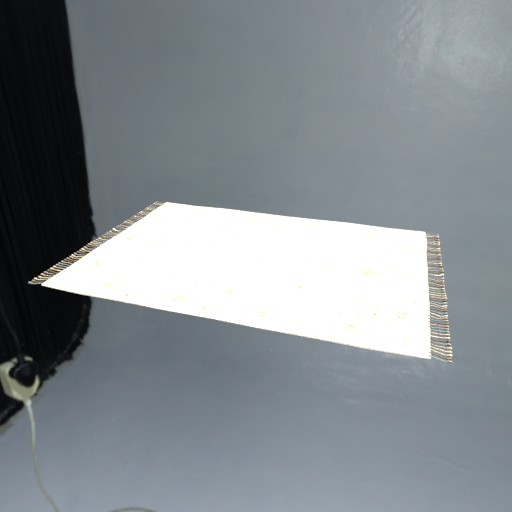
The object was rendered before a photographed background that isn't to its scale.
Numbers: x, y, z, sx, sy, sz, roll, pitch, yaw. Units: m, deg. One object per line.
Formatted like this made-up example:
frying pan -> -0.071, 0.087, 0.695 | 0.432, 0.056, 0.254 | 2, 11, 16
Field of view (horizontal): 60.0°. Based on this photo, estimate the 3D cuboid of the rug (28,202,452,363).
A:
rug -> 0.000, 0.000, 2.331 | 1.861, 0.017, 1.218 | 8, 27, 16
